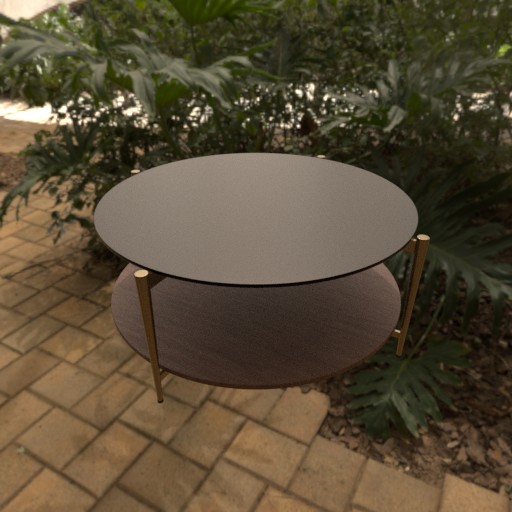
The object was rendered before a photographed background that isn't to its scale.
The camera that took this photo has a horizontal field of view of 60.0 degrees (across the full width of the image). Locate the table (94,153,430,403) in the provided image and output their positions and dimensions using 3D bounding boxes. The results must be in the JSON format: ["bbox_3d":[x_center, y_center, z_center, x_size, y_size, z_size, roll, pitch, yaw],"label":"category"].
[{"bbox_3d":[0.000,0.000,1.443,0.938,0.400,0.938,0,30,1],"label":"table"}]
